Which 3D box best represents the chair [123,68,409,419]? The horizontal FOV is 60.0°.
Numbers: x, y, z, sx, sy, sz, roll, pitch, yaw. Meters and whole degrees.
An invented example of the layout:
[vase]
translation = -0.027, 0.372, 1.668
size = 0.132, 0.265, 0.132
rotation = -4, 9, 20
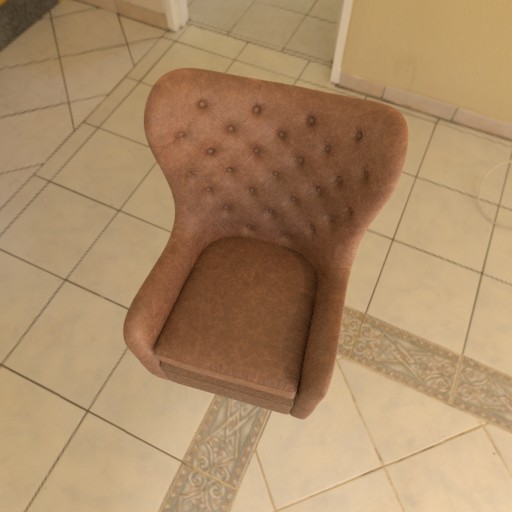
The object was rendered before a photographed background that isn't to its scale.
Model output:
[chair]
translation = 0.000, 0.000, 1.727
size = 0.831, 1.079, 0.930
rotation = 14, 62, 8
